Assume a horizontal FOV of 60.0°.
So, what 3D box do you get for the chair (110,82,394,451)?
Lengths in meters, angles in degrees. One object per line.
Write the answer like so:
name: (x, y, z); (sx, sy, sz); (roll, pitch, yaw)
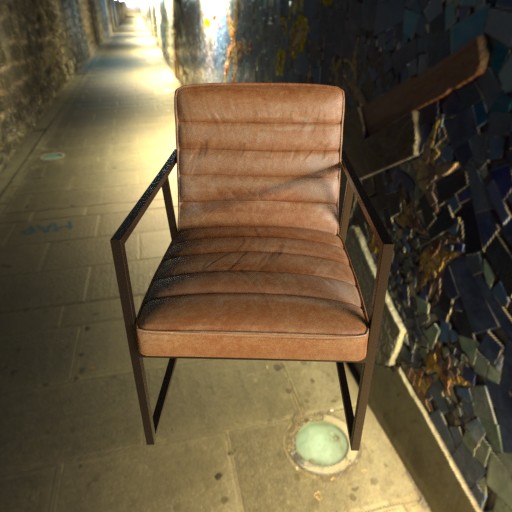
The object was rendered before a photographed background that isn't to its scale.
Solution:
chair: (0.000, 0.000, 1.241); (0.571, 0.832, 0.677); (1, 30, 2)
